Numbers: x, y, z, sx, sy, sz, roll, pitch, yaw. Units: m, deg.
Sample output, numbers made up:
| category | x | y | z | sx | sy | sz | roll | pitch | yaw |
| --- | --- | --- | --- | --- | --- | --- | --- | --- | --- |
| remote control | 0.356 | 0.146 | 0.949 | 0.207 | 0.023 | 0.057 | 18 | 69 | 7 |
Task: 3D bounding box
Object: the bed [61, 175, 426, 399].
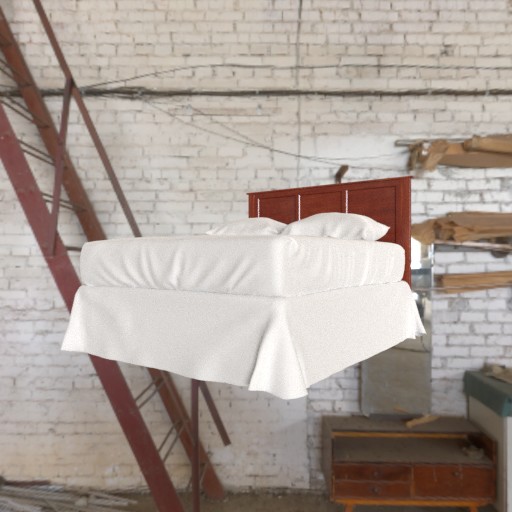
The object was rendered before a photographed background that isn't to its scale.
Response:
| category | x | y | z | sx | sy | sz | roll | pitch | yaw |
| --- | --- | --- | --- | --- | --- | --- | --- | --- | --- |
| bed | 0.000 | 0.000 | 3.201 | 1.870 | 1.270 | 2.050 | 0 | 0 | 36 |
